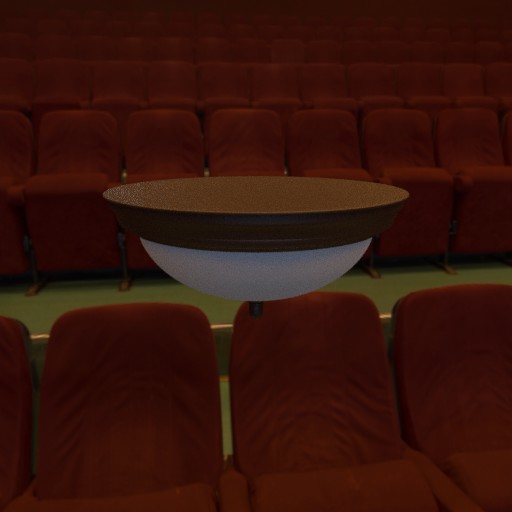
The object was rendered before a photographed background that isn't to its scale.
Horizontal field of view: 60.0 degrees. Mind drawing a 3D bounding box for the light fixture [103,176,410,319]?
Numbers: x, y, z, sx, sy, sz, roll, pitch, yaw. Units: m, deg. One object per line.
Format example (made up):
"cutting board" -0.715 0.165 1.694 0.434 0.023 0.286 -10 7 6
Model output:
"light fixture" 0.000 0.000 0.442 0.280 0.135 0.280 0 15 0
